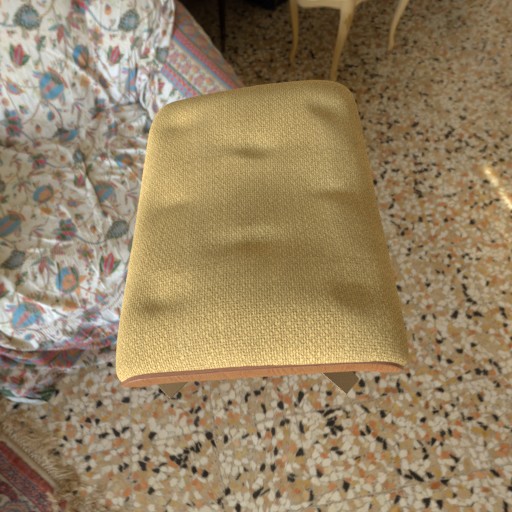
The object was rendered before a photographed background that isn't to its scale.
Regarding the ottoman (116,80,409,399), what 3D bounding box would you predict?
[{"bbox_3d":[0.000,0.000,0.792,0.394,0.391,0.520,-1,57,-1],"label":"ottoman"}]
